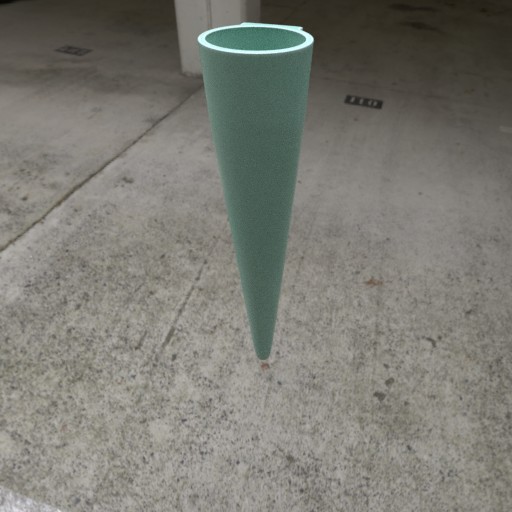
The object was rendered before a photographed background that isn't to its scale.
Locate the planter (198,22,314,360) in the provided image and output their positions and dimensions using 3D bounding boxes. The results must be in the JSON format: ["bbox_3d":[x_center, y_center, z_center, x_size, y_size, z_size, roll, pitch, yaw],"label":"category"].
[{"bbox_3d":[0.000,0.000,0.293,0.054,0.268,0.055,12,41,14],"label":"planter"}]
